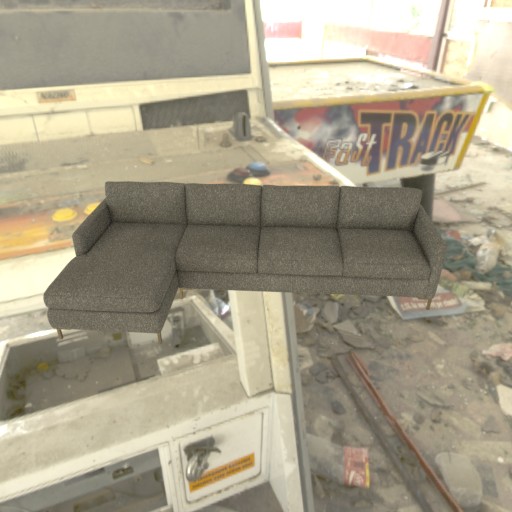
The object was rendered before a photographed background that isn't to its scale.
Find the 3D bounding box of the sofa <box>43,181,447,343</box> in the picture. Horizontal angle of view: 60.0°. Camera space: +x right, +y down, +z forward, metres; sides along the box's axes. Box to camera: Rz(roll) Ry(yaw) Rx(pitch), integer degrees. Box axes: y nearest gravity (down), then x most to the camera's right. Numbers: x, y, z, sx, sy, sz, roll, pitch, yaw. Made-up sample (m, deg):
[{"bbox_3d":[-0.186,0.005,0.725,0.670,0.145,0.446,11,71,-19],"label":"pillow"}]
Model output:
[{"bbox_3d":[0.000,0.000,3.569,2.932,0.810,1.350,2,30,3],"label":"sofa"}]
